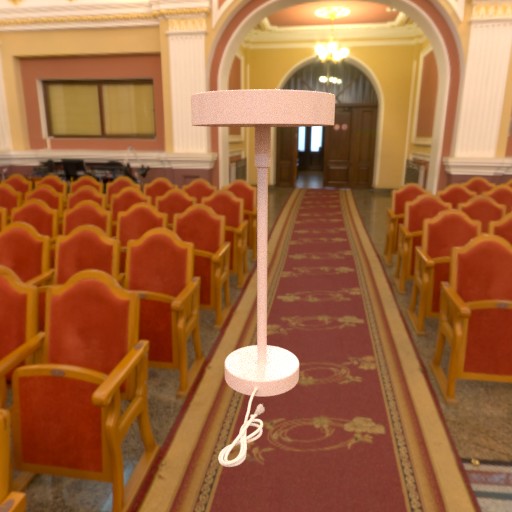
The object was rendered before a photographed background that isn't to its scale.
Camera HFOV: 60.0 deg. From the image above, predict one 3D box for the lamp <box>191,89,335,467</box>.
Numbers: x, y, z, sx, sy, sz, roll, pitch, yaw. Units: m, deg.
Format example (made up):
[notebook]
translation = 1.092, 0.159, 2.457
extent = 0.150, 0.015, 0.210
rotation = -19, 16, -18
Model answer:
[lamp]
translation = 0.000, 0.000, 0.706
extent = 0.229, 0.508, 0.369
rotation = 2, 15, 9
